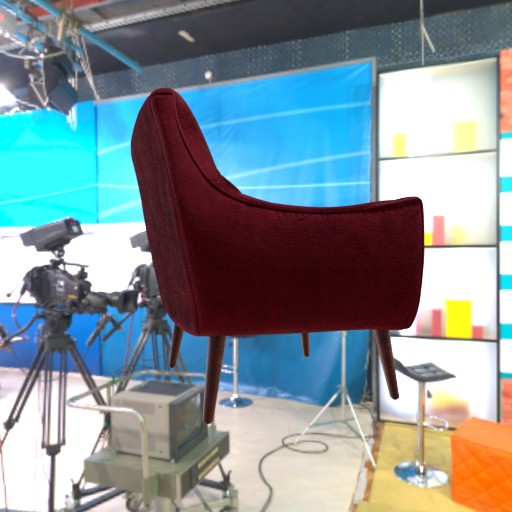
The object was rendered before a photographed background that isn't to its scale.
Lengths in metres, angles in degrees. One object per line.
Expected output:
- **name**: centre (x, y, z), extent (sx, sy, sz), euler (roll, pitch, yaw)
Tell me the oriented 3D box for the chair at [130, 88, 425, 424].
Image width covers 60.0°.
- **chair**: centre (0.000, 0.000, 1.469), extent (0.787, 0.838, 0.762), euler (0, 0, -19)
